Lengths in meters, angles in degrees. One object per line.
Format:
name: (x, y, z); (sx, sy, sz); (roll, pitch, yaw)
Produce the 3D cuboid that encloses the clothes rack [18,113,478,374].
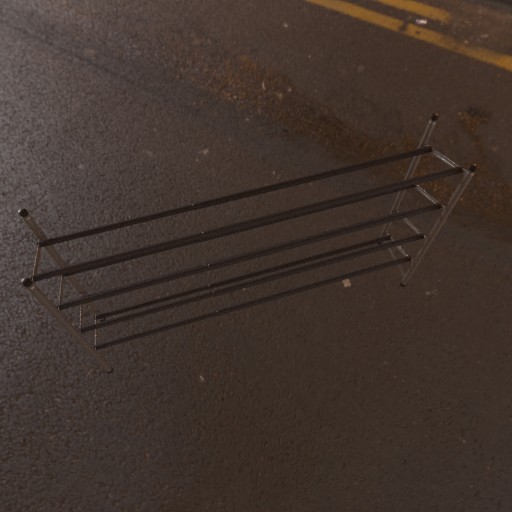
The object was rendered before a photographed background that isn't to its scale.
clothes rack: (0.000, 0.000, 1.418); (1.168, 0.672, 0.229); (-15, 60, -9)
